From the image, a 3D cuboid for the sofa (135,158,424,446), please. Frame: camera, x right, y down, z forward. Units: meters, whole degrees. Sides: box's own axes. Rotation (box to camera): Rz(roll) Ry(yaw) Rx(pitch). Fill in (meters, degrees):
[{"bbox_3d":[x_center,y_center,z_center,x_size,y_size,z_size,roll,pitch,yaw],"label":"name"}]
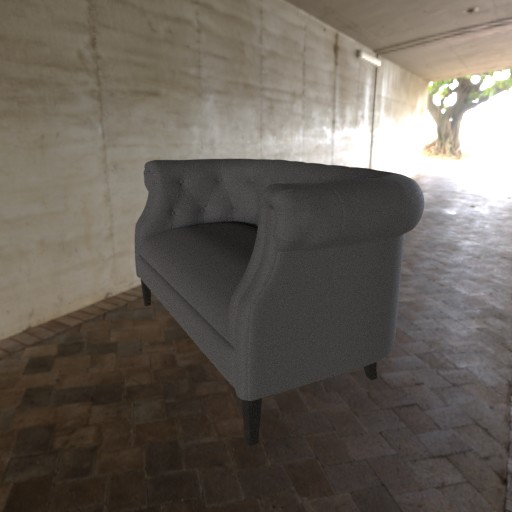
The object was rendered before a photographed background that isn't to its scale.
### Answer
[{"bbox_3d":[0.000,0.000,2.059,0.835,0.827,1.558,-8,17,-26],"label":"sofa"}]
